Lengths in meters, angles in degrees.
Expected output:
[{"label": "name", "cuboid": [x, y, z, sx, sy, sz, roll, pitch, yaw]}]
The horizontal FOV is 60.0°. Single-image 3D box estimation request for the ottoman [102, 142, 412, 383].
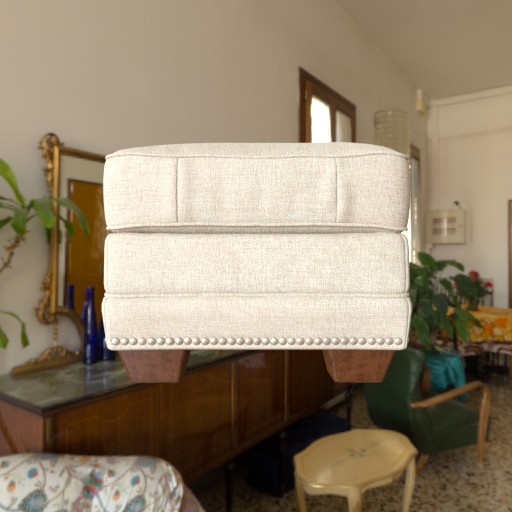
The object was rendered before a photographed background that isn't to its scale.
[{"label": "ottoman", "cuboid": [0.000, 0.000, 1.150, 0.559, 0.458, 0.813, 0, 0, 0]}]
